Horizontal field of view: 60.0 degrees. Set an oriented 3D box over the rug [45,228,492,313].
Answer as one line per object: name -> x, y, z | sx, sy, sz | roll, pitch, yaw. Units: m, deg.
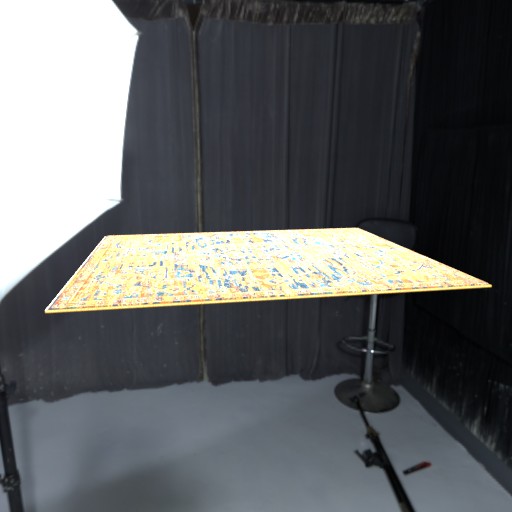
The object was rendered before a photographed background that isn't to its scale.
rug -> 0.000, 0.000, 4.111 | 3.040, 0.031, 2.435 | -2, 14, -10
